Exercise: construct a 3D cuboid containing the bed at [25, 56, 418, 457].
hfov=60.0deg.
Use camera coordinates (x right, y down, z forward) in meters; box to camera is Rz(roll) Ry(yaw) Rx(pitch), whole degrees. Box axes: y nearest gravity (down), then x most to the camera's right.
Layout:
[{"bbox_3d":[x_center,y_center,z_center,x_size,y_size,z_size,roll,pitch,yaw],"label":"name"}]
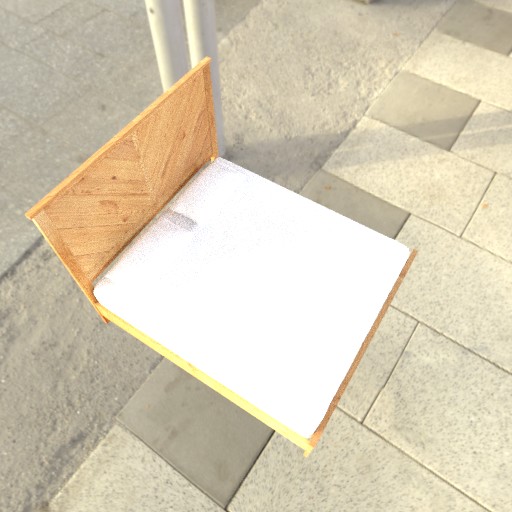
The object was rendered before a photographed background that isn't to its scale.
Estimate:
[{"bbox_3d":[0.000,0.000,3.606,2.201,1.686,1.936,28,62,17],"label":"bed"}]
